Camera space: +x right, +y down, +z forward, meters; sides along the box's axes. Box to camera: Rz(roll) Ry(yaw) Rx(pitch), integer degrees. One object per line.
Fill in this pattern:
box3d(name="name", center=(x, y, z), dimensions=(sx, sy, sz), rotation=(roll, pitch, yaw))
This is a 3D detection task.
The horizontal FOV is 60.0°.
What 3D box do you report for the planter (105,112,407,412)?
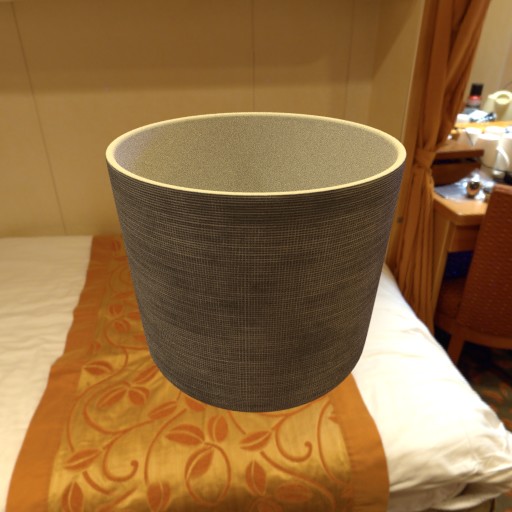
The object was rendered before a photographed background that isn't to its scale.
box3d(name="planter", center=(0.000, 0.000, 0.771), dimensions=(0.440, 0.398, 0.440), rotation=(0, 29, 0))
